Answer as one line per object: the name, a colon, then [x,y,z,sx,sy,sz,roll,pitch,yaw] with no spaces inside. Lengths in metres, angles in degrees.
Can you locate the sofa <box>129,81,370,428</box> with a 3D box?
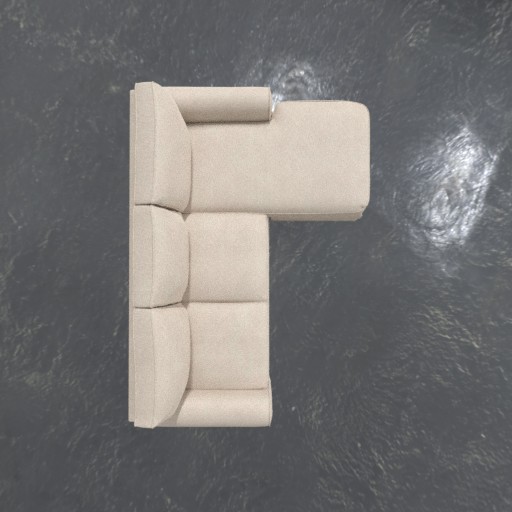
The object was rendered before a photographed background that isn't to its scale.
sofa: [0.000,0.000,2.374,1.226,0.734,1.770,0,89,0]
